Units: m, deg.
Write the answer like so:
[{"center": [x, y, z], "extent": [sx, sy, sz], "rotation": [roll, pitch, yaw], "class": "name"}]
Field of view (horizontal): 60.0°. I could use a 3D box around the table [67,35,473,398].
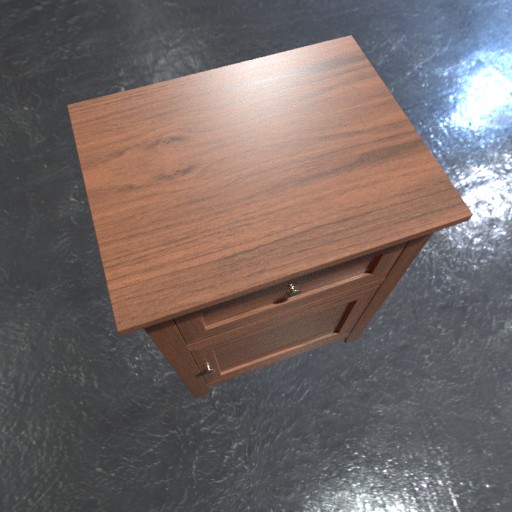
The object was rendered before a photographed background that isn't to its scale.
[{"center": [0.000, 0.000, 0.919], "extent": [0.480, 0.636, 0.381], "rotation": [-18, 65, -9], "class": "table"}]
